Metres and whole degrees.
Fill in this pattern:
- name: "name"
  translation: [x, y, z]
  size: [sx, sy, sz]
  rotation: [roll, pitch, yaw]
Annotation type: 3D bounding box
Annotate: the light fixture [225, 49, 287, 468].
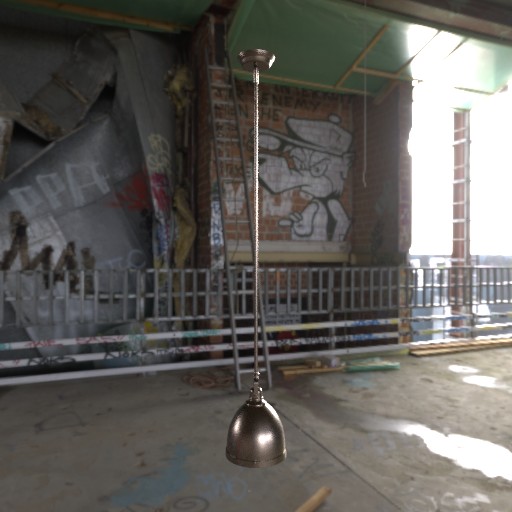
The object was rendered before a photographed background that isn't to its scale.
- name: "light fixture"
  translation: [0.000, 0.000, 1.530]
  size: [0.211, 1.367, 0.217]
  rotation: [0, 0, -1]
